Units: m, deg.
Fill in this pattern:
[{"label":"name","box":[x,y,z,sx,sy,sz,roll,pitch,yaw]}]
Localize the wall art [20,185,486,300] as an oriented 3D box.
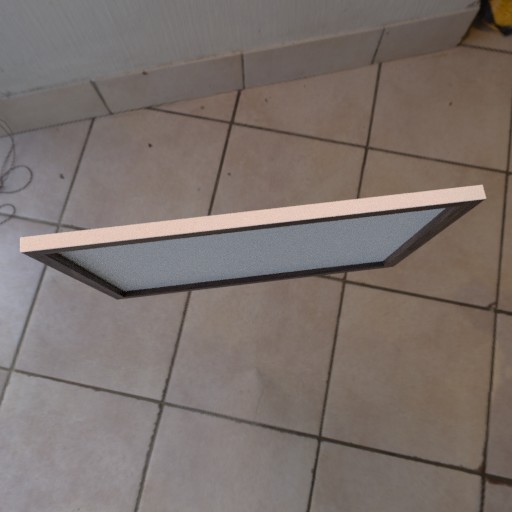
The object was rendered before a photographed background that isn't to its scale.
[{"label":"wall art","box":[0.000,0.000,1.932,1.520,1.016,0.051,-7,76,-2]}]
